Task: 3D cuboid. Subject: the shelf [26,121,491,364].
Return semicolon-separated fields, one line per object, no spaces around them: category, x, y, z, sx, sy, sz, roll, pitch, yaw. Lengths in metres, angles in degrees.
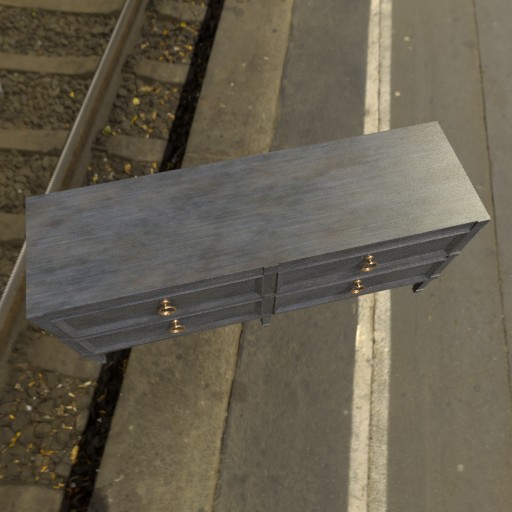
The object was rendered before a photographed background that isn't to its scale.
shelf;0.000;0.000;1.878;1.575;0.719;0.479;-12;64;-6
